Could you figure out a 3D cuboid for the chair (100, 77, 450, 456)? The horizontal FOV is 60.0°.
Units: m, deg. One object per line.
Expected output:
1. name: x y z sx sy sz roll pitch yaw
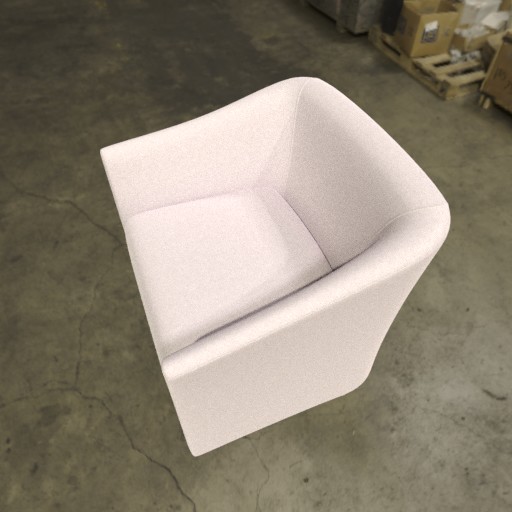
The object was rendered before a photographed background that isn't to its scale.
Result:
1. chair: 0.000 0.000 1.311 0.700 0.720 0.790 -17 51 -14
